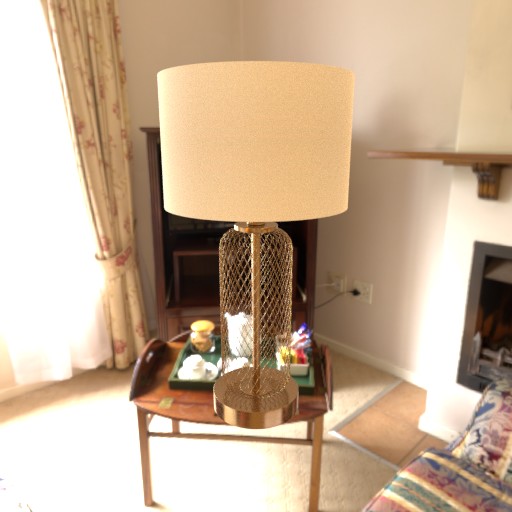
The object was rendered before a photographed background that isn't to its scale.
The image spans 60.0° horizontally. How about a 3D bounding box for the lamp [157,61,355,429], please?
[{"bbox_3d":[0.000,0.000,0.640,0.252,0.483,0.252,2,15,6],"label":"lamp"}]
